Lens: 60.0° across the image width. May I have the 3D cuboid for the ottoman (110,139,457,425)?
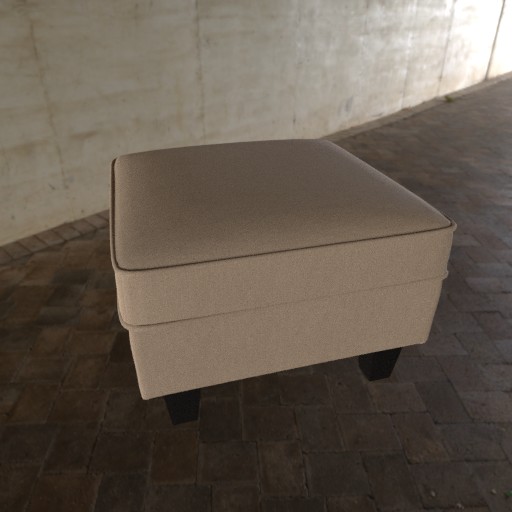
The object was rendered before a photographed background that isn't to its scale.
[{"bbox_3d":[0.000,0.000,1.050,0.616,0.438,0.613,-8,31,-14],"label":"ottoman"}]
